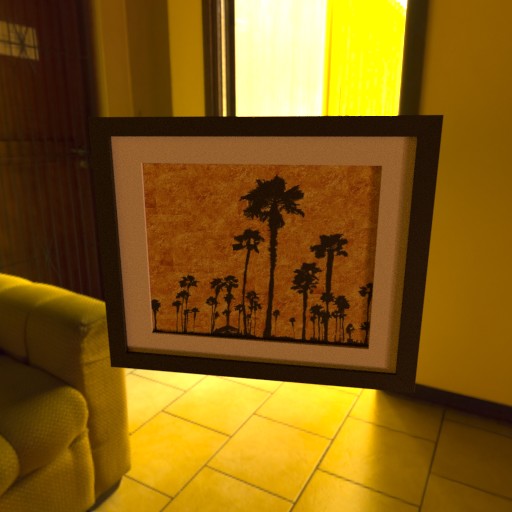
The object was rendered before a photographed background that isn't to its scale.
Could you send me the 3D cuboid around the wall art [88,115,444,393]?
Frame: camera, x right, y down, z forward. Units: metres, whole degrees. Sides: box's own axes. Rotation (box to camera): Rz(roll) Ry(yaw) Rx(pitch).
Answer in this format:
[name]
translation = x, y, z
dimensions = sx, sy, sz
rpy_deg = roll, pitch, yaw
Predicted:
[wall art]
translation = 0.000, 0.000, 0.764
dimensions = 0.561, 0.460, 0.028
rpy_deg = 2, 15, 9
